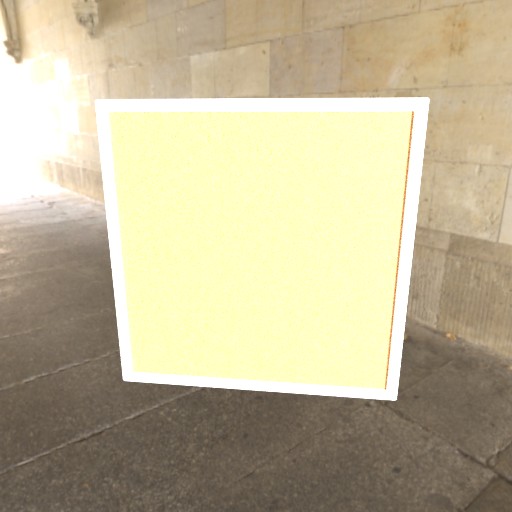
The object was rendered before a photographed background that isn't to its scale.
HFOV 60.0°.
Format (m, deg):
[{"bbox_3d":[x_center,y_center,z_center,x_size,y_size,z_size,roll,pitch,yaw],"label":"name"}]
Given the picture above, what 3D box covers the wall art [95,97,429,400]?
[{"bbox_3d":[0.000,0.000,0.760,0.508,0.508,0.038,2,17,7],"label":"wall art"}]
